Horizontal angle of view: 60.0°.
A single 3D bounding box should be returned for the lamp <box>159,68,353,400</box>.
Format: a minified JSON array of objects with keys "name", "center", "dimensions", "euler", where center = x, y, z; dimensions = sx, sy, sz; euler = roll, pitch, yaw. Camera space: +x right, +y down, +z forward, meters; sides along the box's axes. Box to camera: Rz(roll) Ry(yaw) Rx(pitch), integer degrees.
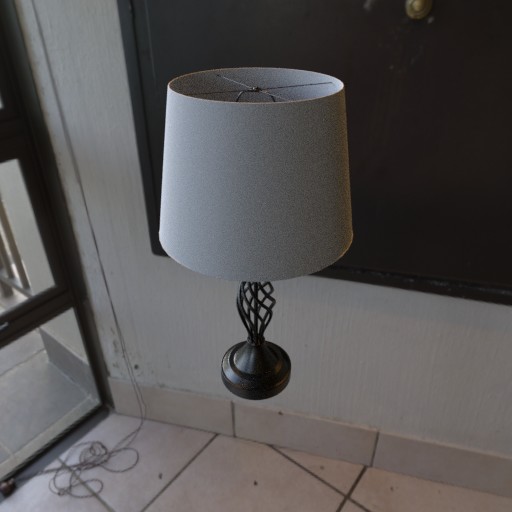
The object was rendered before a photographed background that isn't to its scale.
[{"name":"lamp","center":[0.000,0.000,0.801],"dimensions":[0.331,0.594,0.331],"euler":[0,32,0]}]
